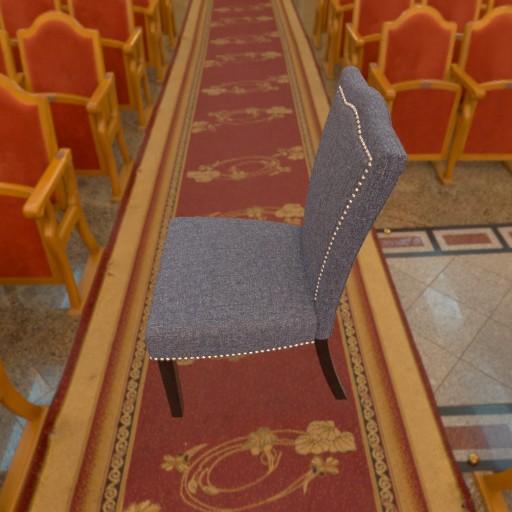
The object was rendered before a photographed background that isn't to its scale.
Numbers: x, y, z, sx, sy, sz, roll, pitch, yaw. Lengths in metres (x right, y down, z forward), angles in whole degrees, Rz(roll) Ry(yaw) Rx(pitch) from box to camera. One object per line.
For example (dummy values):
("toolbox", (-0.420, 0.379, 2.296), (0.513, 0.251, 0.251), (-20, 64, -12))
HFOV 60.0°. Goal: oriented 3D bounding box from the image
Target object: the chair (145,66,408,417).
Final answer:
("chair", (0.000, 0.000, 1.281), (0.589, 0.946, 0.518), (-1, 41, -1))
